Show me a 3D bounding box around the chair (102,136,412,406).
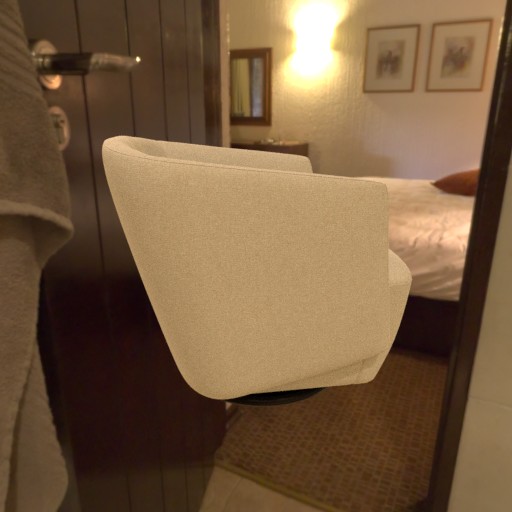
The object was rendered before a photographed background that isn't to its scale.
[{"bbox_3d":[0.000,0.000,1.638,0.986,0.861,0.822,-3,18,-10],"label":"chair"}]
